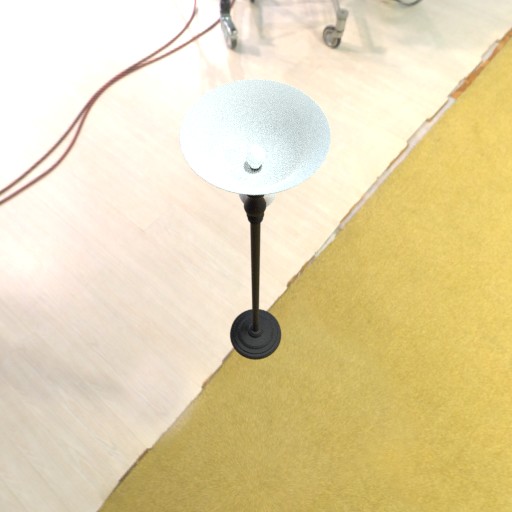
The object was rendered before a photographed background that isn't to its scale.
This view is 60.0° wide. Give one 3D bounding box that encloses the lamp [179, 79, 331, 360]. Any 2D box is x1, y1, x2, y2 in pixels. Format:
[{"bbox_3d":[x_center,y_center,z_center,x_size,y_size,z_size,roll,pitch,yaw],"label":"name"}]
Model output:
[{"bbox_3d":[0.000,0.000,2.024,0.405,1.793,0.588,1,63,1],"label":"lamp"}]
